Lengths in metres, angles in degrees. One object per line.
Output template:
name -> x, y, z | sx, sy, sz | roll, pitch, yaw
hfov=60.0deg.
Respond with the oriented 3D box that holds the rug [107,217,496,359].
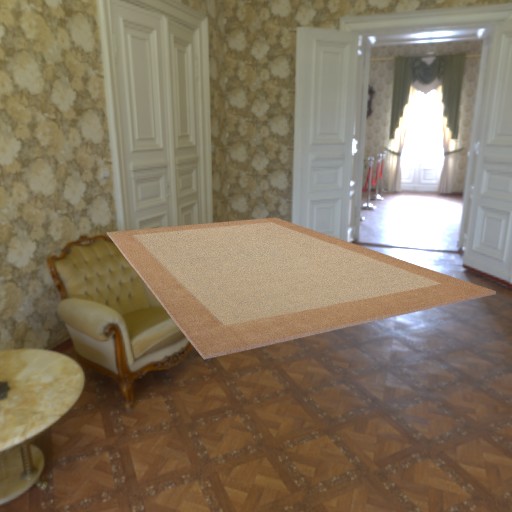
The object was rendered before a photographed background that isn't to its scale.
rug -> 0.000, 0.000, 2.284 | 1.219, 0.014, 1.829 | -7, 17, -25
